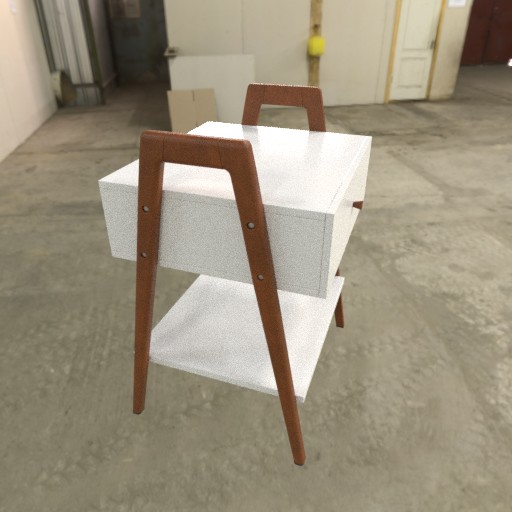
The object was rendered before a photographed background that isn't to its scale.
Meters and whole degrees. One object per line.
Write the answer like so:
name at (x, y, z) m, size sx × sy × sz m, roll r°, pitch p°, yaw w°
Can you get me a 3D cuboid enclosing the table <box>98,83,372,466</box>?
table at (0.000, 0.000, 0.928) m, size 0.405 × 0.610 × 0.457 m, roll 10°, pitch 32°, yaw 17°
